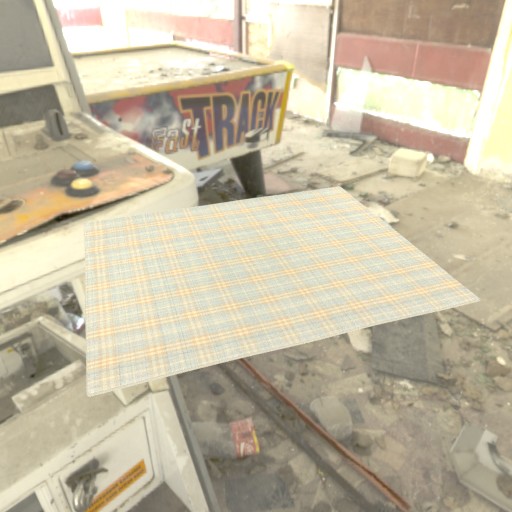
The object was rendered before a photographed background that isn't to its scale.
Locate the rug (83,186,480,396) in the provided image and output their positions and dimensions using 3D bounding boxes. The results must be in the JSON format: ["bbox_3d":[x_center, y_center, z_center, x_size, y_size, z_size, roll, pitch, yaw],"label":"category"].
[{"bbox_3d":[0.000,0.000,4.169,3.066,0.030,2.462,-10,33,-16],"label":"rug"}]
